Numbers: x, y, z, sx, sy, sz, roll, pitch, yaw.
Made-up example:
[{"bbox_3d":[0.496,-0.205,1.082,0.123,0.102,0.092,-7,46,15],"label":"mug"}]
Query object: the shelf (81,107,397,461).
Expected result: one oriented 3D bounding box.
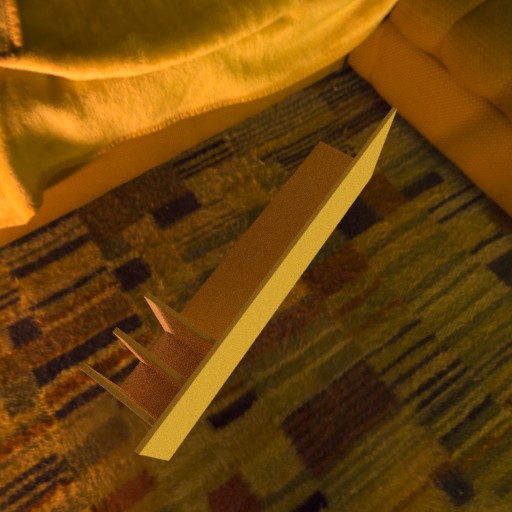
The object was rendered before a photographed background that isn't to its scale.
[{"bbox_3d":[0.000,0.000,1.144,0.200,0.300,1.020,32,68,15],"label":"shelf"}]
